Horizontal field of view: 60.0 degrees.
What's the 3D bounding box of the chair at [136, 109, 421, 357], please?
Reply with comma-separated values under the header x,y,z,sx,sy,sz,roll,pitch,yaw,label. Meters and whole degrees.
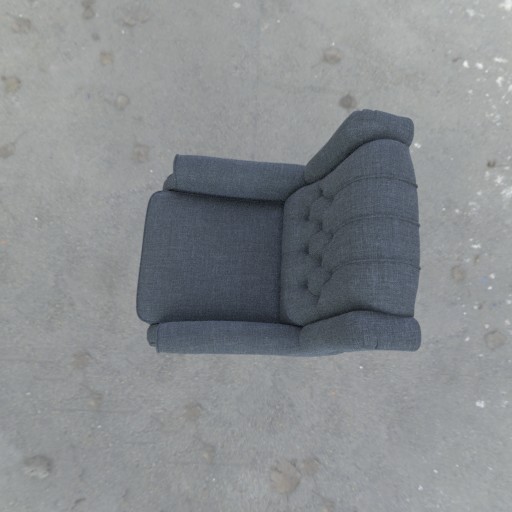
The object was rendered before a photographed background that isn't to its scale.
x,y,z,sx,sy,sz,roll,pitch,yaw,label
0.000,0.000,1.648,0.898,1.035,0.742,3,76,1,chair
